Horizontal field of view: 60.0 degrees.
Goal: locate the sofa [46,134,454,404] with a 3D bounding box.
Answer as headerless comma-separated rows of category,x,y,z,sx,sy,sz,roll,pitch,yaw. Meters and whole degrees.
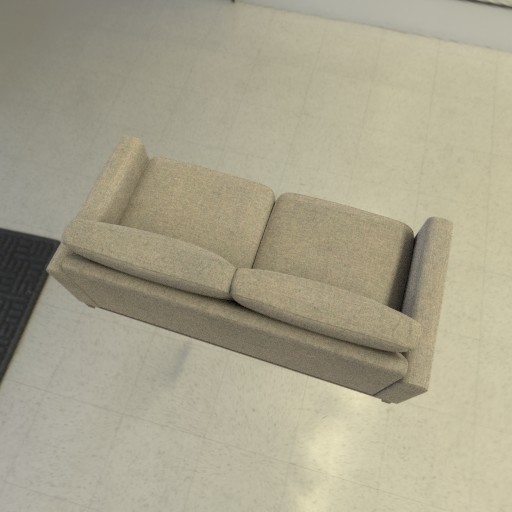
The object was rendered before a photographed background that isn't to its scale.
sofa,0.000,0.000,2.483,1.978,0.892,0.969,16,66,7
